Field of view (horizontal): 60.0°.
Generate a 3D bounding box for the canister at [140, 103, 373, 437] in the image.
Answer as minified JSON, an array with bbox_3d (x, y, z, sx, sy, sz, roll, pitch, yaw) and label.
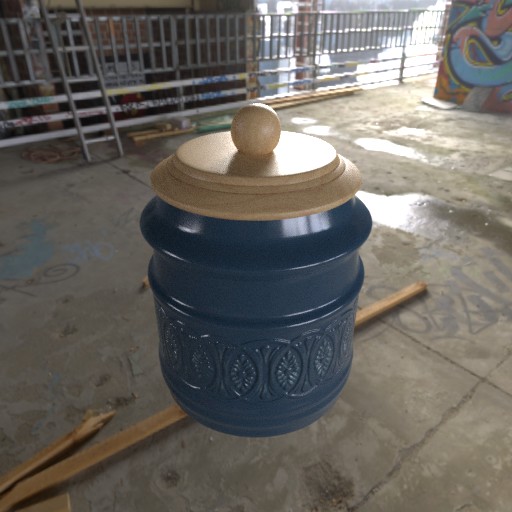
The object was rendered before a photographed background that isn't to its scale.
[{"bbox_3d":[0.000,0.000,0.268,0.130,0.176,0.130,0,30,0],"label":"canister"}]
